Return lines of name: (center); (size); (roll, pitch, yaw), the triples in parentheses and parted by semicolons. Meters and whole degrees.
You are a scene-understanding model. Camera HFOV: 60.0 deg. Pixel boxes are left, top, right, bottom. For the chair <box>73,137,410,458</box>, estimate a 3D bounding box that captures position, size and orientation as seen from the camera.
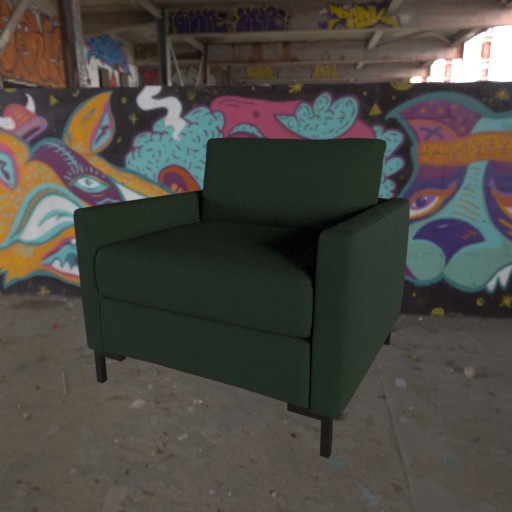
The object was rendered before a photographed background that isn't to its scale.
chair: (0.000, 0.000, 1.641); (0.963, 0.861, 0.866); (7, 16, 27)
